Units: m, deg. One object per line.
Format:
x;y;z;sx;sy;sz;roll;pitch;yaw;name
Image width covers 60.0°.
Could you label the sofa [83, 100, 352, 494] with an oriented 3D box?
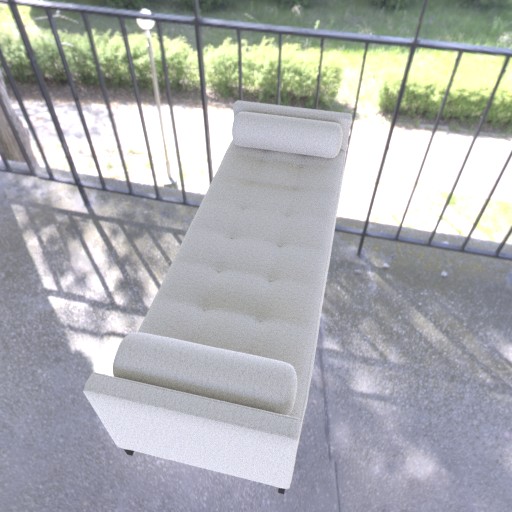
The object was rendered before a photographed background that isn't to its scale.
0.000;0.000;2.266;0.746;0.641;1.985;10;48;9;sofa
